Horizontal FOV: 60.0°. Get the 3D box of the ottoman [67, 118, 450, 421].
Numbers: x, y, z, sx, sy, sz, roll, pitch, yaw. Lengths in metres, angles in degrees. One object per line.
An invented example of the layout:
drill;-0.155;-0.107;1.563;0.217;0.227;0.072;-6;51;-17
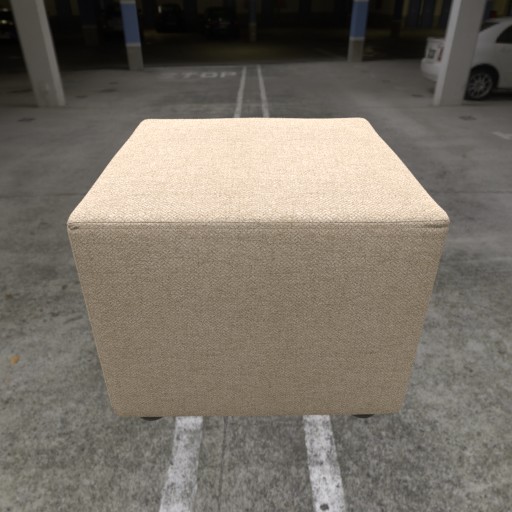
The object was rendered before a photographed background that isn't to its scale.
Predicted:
ottoman;0.000;0.000;0.870;0.508;0.432;0.508;0;31;-1
